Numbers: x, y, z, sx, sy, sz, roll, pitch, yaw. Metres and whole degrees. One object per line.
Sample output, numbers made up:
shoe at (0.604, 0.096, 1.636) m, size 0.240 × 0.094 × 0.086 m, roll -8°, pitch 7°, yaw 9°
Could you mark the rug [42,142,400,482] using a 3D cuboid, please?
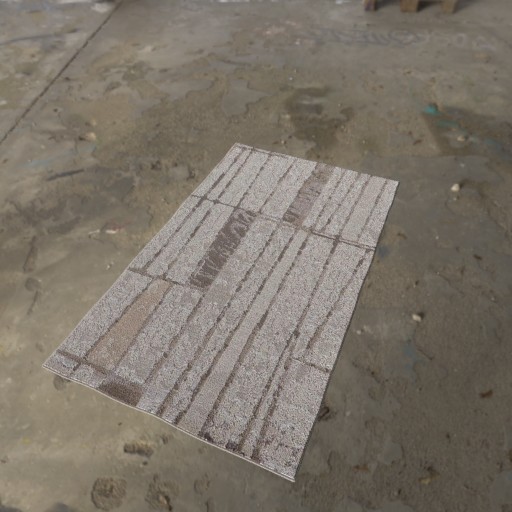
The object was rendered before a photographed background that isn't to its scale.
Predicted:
rug at (0.000, 0.000, 1.048) m, size 0.515 × 0.007 × 0.867 m, roll 17°, pitch 48°, yaw 16°
